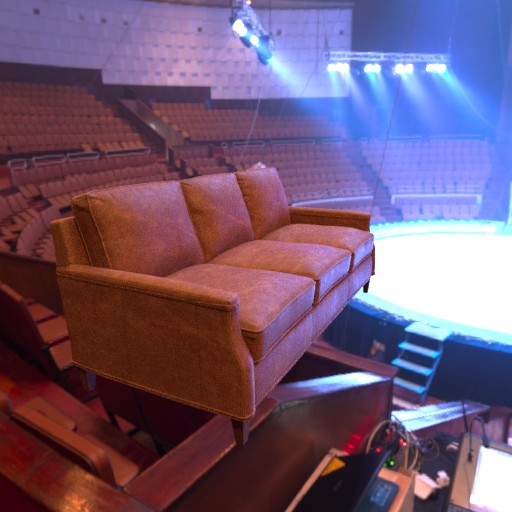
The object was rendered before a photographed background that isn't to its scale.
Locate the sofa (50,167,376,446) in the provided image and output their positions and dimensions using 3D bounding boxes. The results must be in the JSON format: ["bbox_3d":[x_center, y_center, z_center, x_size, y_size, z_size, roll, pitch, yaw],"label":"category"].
[{"bbox_3d":[0.000,0.000,2.841,1.084,1.003,2.246,8,17,26],"label":"sofa"}]
